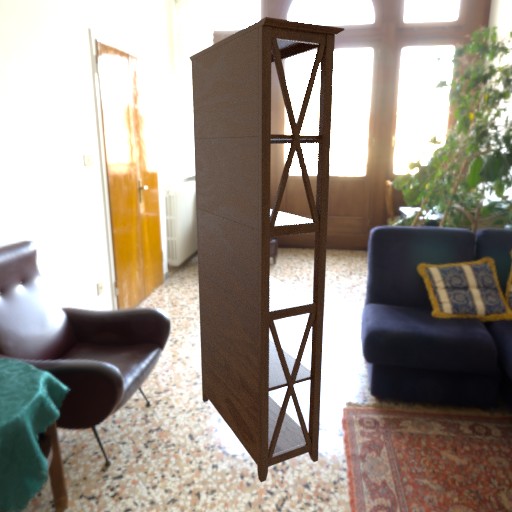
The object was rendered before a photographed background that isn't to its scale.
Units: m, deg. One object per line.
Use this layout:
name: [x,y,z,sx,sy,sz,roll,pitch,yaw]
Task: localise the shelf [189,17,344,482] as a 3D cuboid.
shelf: [0.000,0.000,2.169,0.335,1.905,0.805,-7,16,-26]
